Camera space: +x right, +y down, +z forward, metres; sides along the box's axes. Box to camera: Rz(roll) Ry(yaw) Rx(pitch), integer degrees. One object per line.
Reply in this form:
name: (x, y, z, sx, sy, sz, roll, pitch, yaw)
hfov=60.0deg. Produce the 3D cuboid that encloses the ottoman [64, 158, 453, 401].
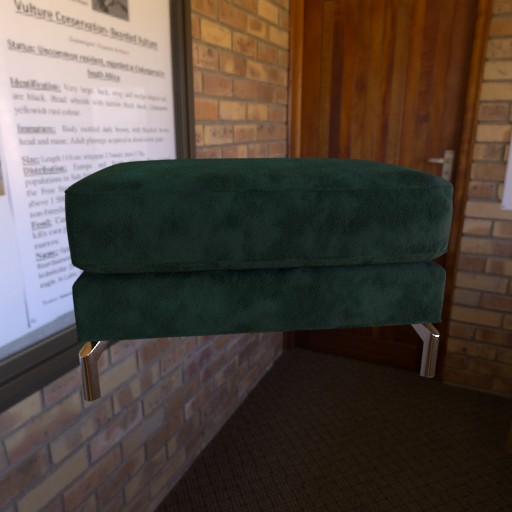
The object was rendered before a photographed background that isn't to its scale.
ottoman: (0.000, 0.000, 1.257, 0.886, 0.533, 0.536, -2, 16, -7)
